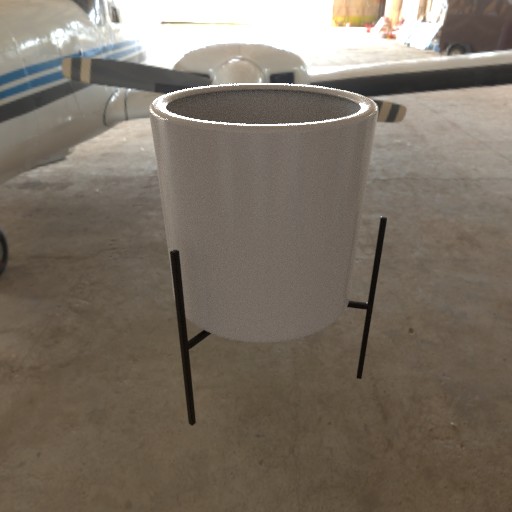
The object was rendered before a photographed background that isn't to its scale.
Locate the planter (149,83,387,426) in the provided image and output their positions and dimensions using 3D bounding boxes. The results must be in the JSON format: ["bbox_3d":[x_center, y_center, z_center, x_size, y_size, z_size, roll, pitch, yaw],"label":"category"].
[{"bbox_3d":[0.000,0.000,0.646,0.307,0.431,0.308,21,36,33],"label":"planter"}]
